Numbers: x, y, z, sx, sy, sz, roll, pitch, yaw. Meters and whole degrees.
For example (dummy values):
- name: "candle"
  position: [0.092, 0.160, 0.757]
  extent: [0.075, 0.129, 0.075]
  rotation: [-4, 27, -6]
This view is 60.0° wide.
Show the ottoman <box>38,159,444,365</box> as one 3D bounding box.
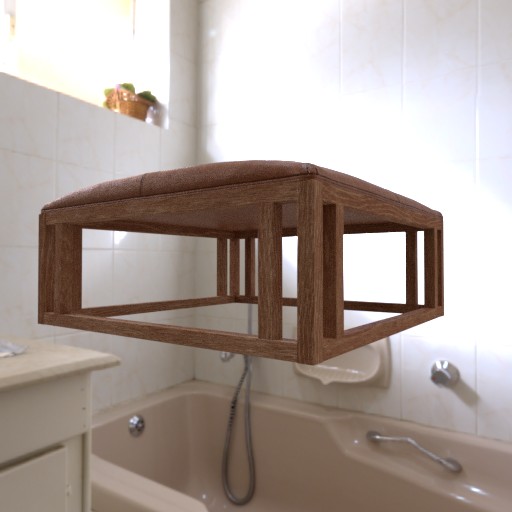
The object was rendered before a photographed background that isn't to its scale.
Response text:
- name: "ottoman"
  position: [0.000, 0.000, 1.547]
  extent: [1.013, 0.442, 1.016]
  rotation: [-1, -1, 36]
